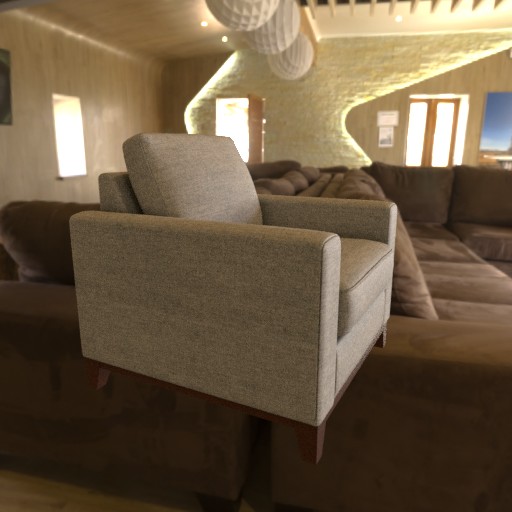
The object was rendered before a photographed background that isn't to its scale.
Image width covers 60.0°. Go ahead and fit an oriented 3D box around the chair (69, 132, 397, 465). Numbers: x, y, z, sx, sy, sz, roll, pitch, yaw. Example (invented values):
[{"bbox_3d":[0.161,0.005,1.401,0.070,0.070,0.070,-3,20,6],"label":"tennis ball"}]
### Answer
[{"bbox_3d":[0.000,0.000,1.882,1.038,1.010,1.024,7,15,27],"label":"chair"}]
